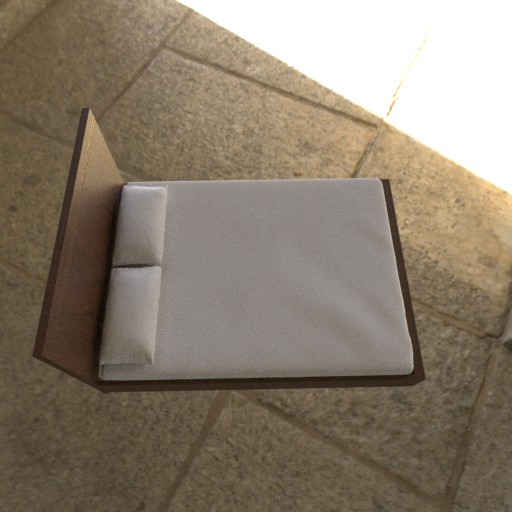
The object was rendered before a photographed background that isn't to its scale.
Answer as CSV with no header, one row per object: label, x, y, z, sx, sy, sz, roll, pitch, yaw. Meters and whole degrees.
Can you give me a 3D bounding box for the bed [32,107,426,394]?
bed,0.000,0.000,3.052,2.221,1.169,1.613,-1,64,0
